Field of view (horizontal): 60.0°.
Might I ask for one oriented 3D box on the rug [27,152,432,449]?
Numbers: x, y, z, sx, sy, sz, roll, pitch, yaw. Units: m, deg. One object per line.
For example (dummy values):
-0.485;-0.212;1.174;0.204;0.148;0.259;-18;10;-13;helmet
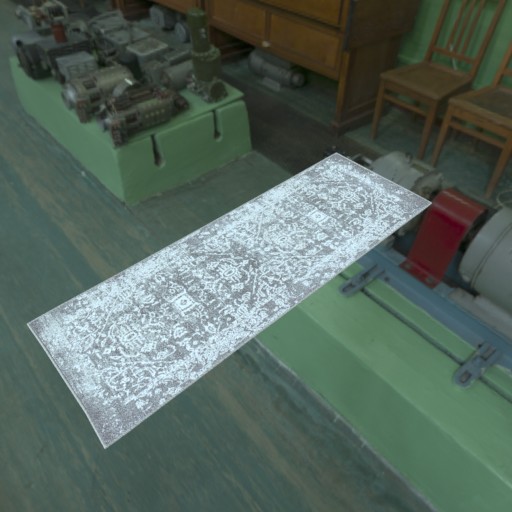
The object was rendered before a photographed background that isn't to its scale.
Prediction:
0.000;0.000;2.642;2.452;0.017;0.855;-33;53;-28;rug
